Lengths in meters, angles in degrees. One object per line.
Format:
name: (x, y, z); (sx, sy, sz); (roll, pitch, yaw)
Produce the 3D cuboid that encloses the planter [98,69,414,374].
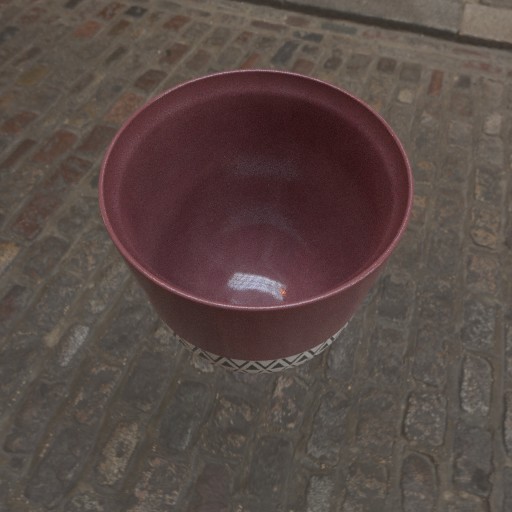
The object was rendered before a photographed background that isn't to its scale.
planter: (0.000, 0.000, 0.368); (0.195, 0.214, 0.195); (0, 59, 0)
